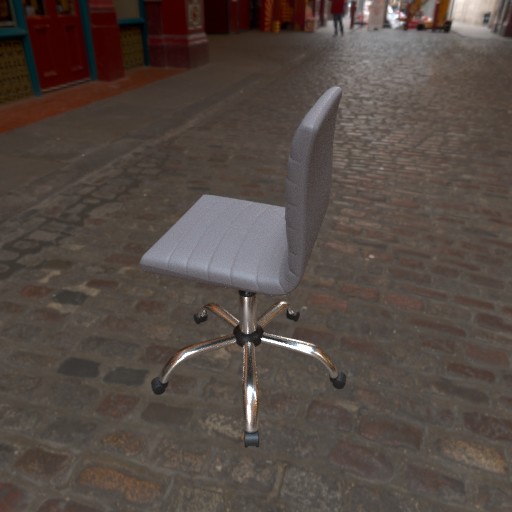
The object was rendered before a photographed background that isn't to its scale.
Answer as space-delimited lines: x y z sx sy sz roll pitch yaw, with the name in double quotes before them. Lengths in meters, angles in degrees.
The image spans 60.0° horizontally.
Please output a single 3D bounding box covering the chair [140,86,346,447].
"chair" 0.000 0.000 1.131 0.530 0.780 0.556 8 32 14
